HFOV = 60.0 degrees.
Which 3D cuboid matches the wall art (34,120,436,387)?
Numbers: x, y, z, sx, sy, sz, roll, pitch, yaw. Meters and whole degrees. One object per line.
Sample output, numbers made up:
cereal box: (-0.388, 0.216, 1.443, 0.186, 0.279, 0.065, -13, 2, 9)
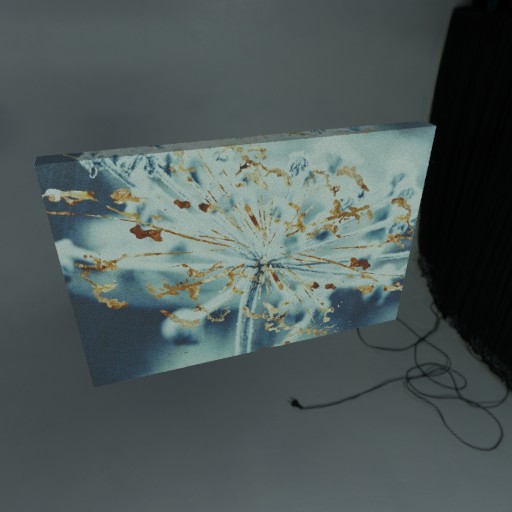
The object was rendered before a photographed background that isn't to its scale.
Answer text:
wall art: (0.000, 0.000, 0.765, 0.607, 0.405, 0.036, -10, 33, -15)
